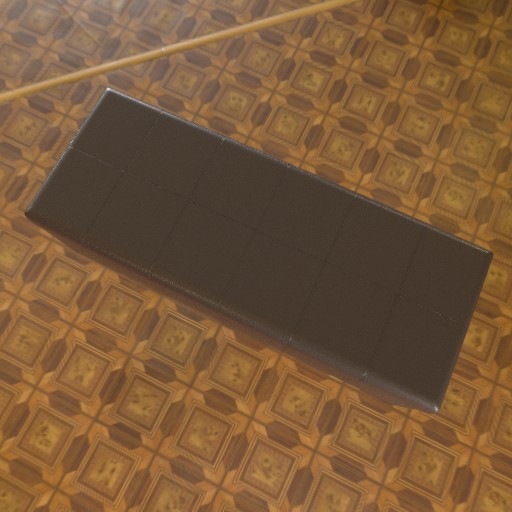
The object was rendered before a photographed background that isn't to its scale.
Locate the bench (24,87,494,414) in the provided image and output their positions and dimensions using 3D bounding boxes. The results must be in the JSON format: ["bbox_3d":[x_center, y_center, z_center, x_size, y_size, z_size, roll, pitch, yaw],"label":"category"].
[{"bbox_3d":[0.000,0.000,1.287,1.092,0.457,0.429,25,76,7],"label":"bench"}]
